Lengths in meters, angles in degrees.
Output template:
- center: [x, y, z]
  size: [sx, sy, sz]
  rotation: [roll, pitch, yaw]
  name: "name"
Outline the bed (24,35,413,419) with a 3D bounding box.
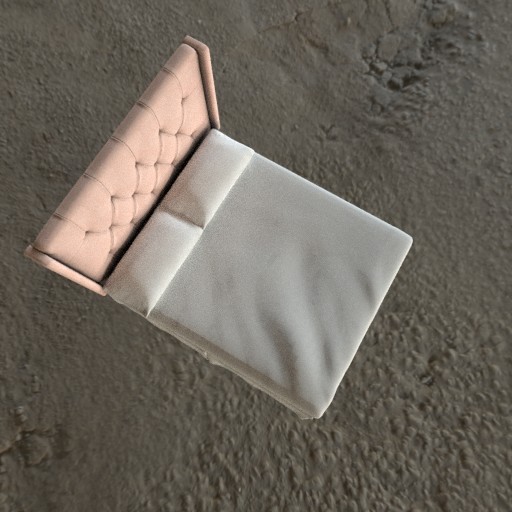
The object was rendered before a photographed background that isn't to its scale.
- center: [0.000, 0.000, 3.321]
  size: [2.066, 1.665, 1.719]
  rotation: [30, 77, 7]
  name: "bed"
